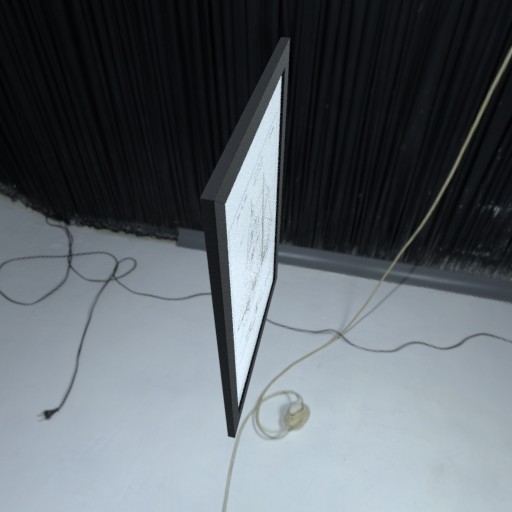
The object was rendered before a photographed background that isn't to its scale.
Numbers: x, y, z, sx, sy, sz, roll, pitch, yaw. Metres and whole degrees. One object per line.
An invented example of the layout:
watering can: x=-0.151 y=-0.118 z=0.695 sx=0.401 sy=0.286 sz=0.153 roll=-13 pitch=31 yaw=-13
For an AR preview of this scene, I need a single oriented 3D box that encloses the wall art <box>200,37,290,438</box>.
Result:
wall art: x=0.000 y=0.000 z=0.611 sx=0.011 sy=0.459 sz=0.326 roll=10 pitch=47 yaw=9
